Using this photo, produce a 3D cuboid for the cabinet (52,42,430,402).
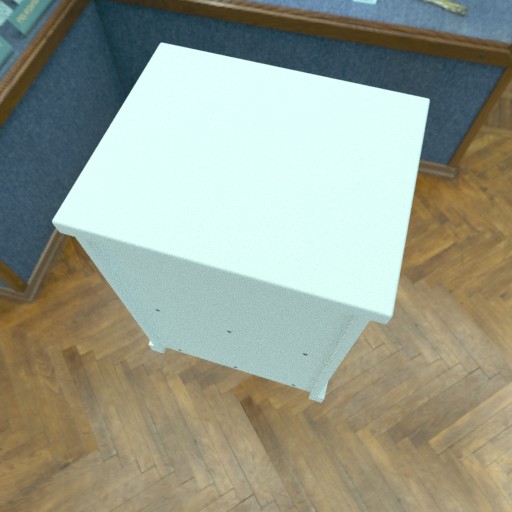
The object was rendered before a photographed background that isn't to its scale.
[{"bbox_3d":[0.000,0.000,1.052,0.520,0.723,0.431,15,64,8],"label":"cabinet"}]
